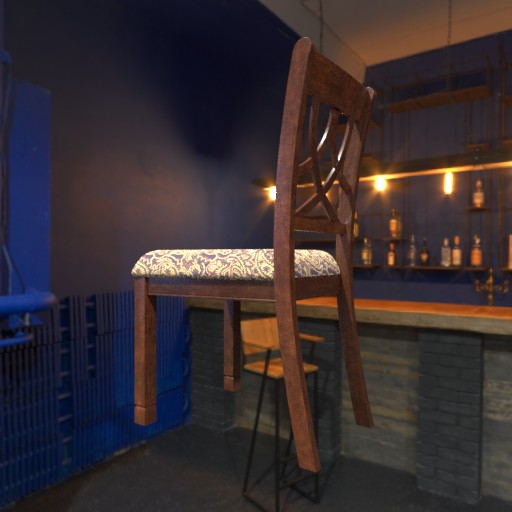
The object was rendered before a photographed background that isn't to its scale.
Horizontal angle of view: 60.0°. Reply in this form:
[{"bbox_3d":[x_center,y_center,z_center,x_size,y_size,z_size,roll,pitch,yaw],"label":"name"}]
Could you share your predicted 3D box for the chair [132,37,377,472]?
[{"bbox_3d":[0.000,0.000,1.297,0.584,0.965,0.457,0,0,36],"label":"chair"}]
